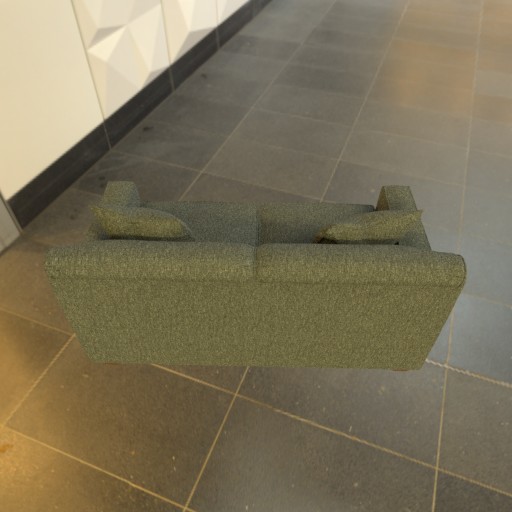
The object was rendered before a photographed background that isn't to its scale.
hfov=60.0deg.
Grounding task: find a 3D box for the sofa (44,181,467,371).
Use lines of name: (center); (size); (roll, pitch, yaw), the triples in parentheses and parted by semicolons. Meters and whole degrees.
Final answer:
sofa: (0.000, 0.000, 2.506); (1.846, 0.958, 0.998); (1, 47, 1)
